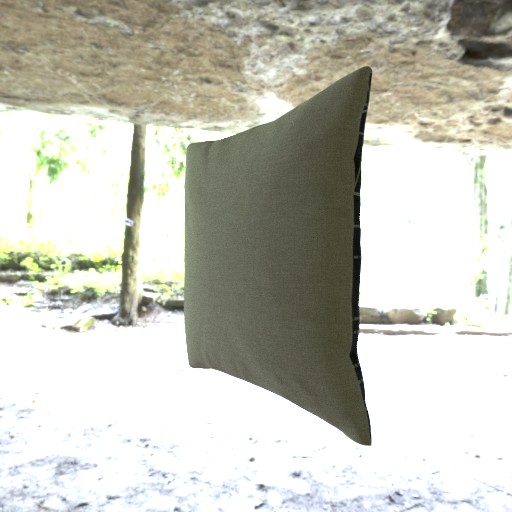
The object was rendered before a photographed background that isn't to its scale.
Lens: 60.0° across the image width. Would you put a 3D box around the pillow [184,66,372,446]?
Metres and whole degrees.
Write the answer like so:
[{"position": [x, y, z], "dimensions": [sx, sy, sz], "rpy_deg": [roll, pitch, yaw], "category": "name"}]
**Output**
[{"position": [0.000, 0.000, 0.797], "dimensions": [0.158, 0.508, 0.517], "rpy_deg": [0, 0, -36], "category": "pillow"}]
